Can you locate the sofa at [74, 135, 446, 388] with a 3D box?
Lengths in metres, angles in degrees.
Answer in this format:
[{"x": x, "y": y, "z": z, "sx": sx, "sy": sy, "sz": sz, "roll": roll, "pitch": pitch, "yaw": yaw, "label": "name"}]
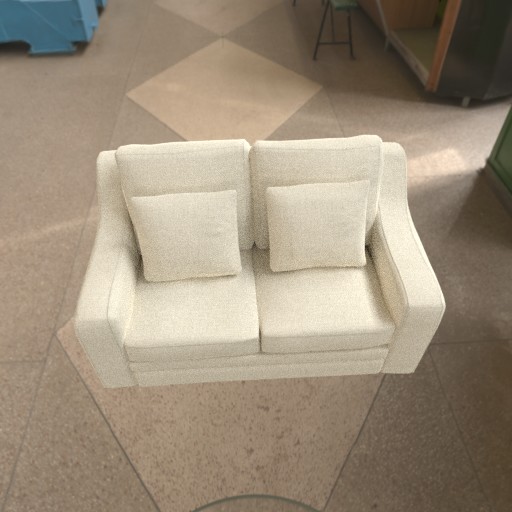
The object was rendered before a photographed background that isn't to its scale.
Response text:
[{"x": 0.000, "y": 0.000, "z": 2.387, "sx": 1.744, "sy": 1.047, "sz": 1.040, "roll": -2, "pitch": 46, "yaw": -2, "label": "sofa"}]
